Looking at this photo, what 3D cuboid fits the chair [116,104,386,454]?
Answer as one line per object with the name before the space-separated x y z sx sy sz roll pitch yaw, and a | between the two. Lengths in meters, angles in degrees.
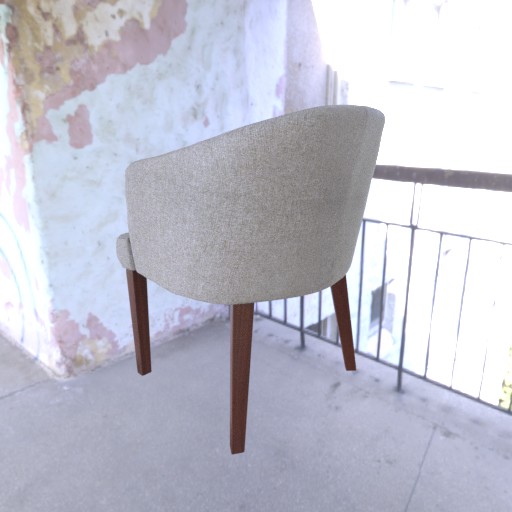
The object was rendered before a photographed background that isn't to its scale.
chair | 0.000 0.000 1.273 0.655 0.811 0.583 16 23 42
